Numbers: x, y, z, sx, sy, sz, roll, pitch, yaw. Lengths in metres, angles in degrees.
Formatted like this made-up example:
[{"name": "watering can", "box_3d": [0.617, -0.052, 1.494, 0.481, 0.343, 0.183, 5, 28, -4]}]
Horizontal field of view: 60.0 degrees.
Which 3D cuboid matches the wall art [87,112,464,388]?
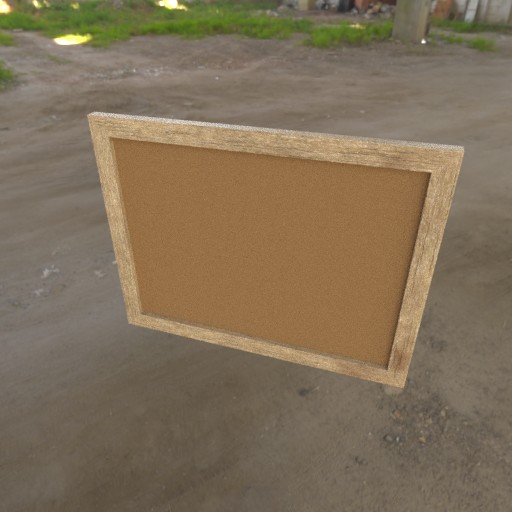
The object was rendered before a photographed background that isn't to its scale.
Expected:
[{"name": "wall art", "box_3d": [0.000, 0.000, 0.932, 0.690, 0.535, 0.026, 10, 34, 15]}]
